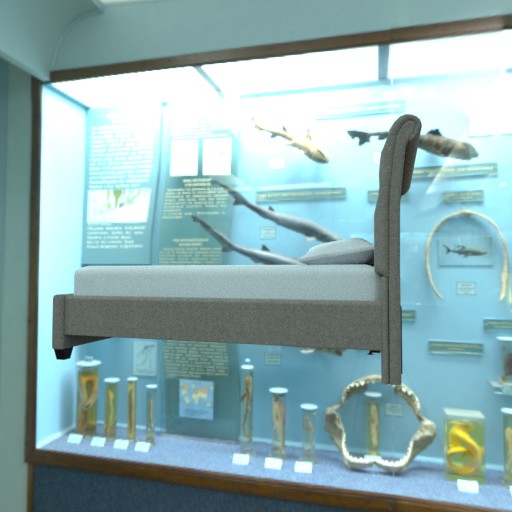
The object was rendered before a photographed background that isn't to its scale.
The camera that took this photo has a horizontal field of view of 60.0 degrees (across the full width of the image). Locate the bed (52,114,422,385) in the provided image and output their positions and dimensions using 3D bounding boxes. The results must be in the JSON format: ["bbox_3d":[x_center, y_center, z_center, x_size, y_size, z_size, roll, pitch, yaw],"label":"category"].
[{"bbox_3d":[0.000,0.000,3.314,2.252,1.371,1.645,-1,-2,17],"label":"bed"}]
